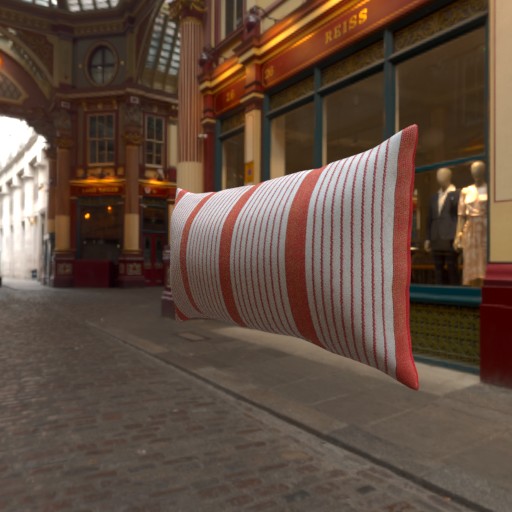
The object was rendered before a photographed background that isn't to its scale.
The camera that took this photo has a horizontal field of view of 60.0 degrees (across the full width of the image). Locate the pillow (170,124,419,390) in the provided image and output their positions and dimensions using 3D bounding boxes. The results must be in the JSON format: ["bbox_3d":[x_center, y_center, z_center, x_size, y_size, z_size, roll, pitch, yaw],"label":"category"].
[{"bbox_3d":[0.000,0.000,0.729,0.151,0.297,0.608,0,0,-35],"label":"pillow"}]
